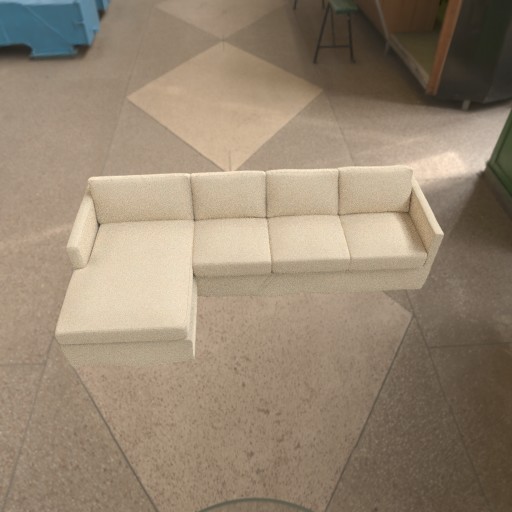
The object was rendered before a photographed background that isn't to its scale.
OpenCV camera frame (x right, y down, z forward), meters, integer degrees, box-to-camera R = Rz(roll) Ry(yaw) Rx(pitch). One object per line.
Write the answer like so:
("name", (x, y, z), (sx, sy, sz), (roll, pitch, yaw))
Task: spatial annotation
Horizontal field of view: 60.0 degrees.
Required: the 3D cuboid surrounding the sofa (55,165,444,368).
("sofa", (0.000, 0.000, 3.956), (3.205, 0.922, 1.650), (-2, 46, -2))
